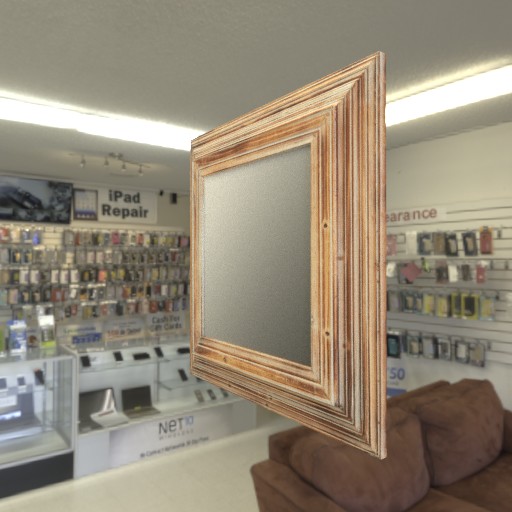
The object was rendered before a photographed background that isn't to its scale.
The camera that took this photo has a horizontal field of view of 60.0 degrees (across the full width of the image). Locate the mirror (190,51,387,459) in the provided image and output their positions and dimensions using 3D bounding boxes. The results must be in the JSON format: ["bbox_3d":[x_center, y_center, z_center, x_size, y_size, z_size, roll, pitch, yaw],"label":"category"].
[{"bbox_3d":[0.000,0.000,1.192,0.061,0.804,0.804,0,-1,-36],"label":"mirror"}]
